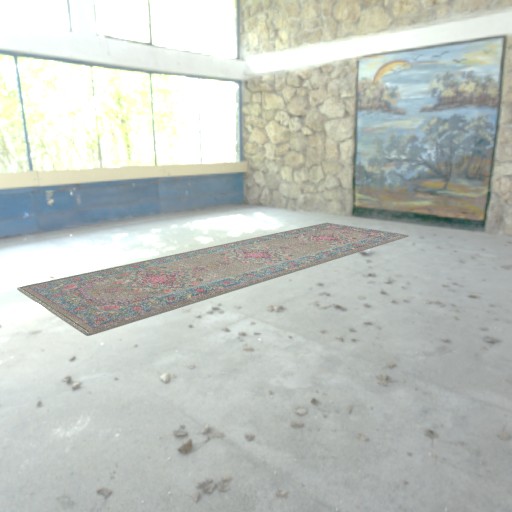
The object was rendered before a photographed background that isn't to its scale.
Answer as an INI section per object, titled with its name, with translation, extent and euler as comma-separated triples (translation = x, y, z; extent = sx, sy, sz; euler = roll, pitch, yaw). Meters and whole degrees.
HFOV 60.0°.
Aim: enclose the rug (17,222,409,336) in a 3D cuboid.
[rug]
translation = 0.000, 0.000, 1.991
extent = 0.553, 0.012, 1.827
euler = 14, 20, 43
